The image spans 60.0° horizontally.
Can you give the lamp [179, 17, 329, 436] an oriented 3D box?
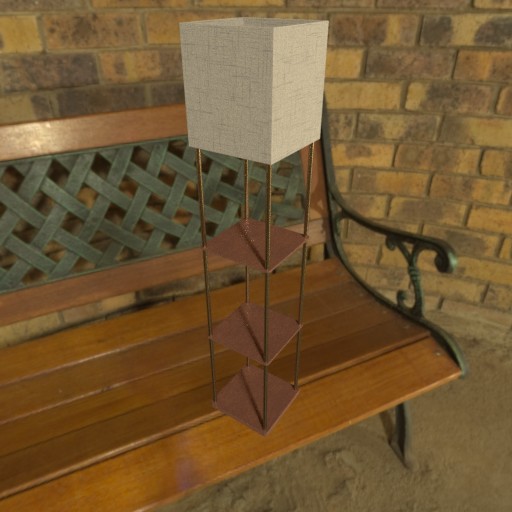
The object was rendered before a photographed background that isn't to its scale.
[{"bbox_3d":[0.000,0.000,1.676,0.310,1.569,0.308,19,36,28],"label":"lamp"}]
